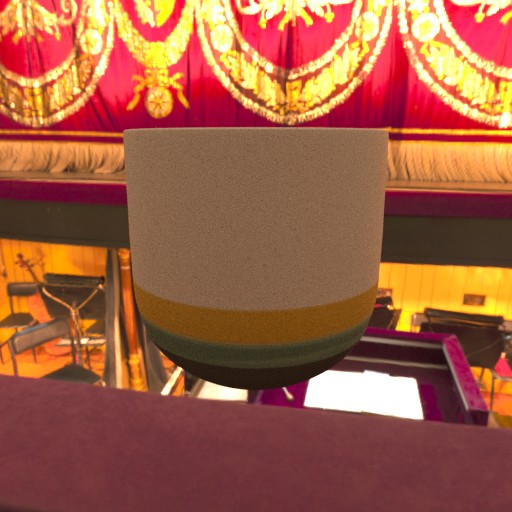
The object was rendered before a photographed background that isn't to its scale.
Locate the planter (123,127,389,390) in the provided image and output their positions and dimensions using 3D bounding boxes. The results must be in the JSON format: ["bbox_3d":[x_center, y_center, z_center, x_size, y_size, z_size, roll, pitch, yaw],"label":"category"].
[{"bbox_3d":[0.000,0.000,0.496,0.268,0.270,0.268,0,15,0],"label":"planter"}]
